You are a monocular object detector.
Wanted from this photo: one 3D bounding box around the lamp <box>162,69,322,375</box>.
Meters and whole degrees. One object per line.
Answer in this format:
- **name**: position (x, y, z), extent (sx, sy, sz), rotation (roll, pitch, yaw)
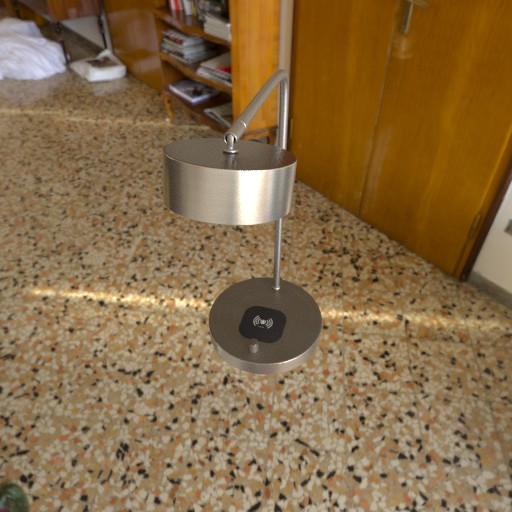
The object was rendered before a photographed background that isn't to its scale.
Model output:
- **lamp**: position (0.000, 0.000, 0.648), extent (0.211, 0.469, 0.334), rotation (11, 43, 12)
